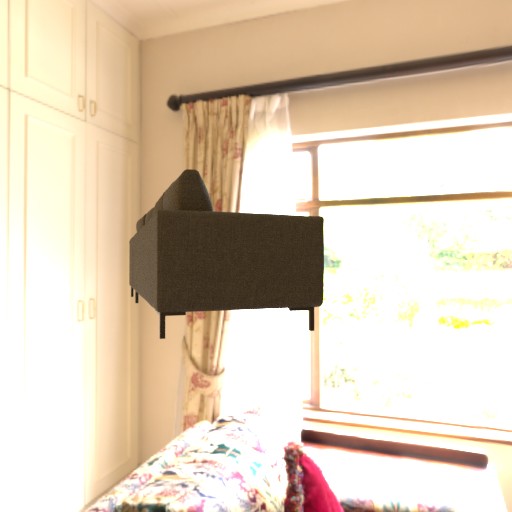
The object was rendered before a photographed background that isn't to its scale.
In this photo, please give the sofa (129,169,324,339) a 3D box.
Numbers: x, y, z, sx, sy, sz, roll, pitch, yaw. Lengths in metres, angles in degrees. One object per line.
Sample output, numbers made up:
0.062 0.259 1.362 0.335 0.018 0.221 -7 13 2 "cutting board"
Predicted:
0.000 0.000 3.822 1.984 0.858 2.972 0 -1 -19 "sofa"
